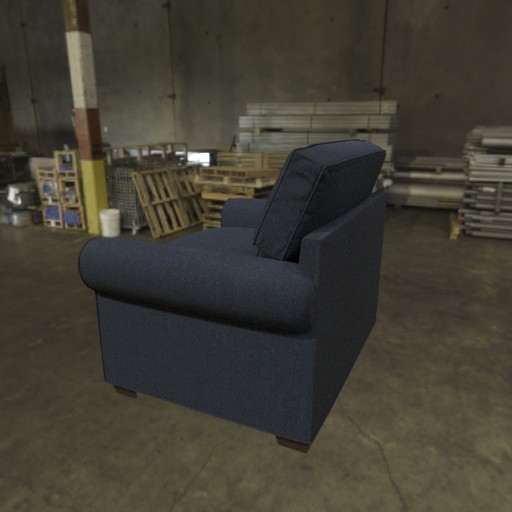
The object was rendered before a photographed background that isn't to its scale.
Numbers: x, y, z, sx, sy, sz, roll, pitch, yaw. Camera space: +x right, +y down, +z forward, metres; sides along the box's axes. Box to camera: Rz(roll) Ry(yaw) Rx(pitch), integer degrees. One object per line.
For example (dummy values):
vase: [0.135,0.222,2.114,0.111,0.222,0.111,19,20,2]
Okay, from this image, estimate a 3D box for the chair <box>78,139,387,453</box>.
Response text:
chair: [0.000,0.000,2.052,0.963,1.044,1.285,8,18,24]
